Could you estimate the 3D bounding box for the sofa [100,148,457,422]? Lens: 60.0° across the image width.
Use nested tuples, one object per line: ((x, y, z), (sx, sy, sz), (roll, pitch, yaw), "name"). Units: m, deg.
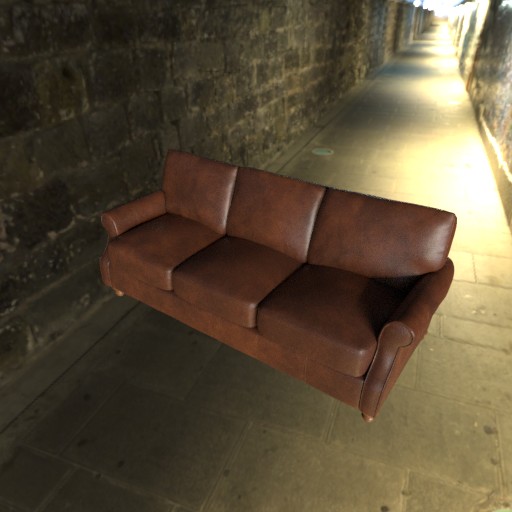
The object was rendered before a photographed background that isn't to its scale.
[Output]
((0.000, 0.000, 2.950), (2.351, 0.977, 0.973), (19, 34, 31), "sofa")
